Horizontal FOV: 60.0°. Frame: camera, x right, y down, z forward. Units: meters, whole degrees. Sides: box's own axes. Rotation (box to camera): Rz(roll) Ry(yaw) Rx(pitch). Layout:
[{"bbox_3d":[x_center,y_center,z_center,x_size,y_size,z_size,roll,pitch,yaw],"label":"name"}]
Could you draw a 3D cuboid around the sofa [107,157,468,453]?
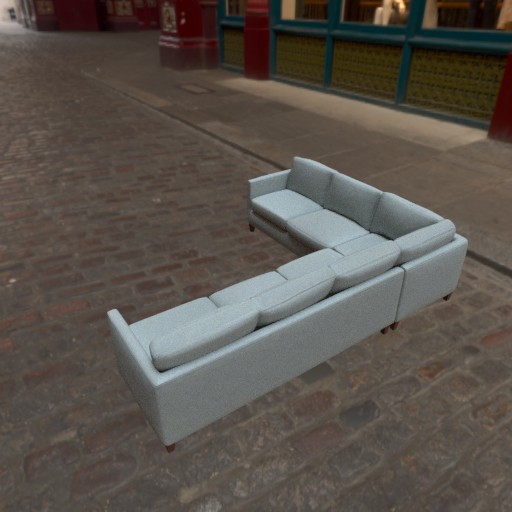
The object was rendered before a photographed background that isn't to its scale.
[{"bbox_3d":[0.000,0.000,4.514,3.301,0.947,2.592,-19,36,-29],"label":"sofa"}]
